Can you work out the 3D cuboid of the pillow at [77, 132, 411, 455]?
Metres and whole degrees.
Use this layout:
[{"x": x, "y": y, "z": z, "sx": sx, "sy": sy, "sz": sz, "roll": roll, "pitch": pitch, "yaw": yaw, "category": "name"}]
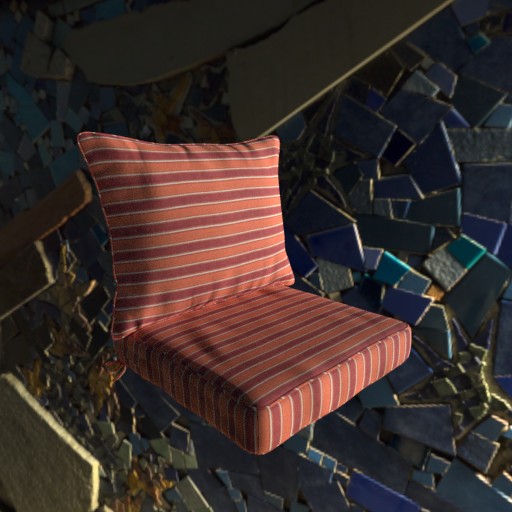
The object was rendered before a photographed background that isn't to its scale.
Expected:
[{"x": 0.000, "y": 0.000, "z": 1.346, "sx": 0.799, "sy": 0.723, "sz": 0.733, "roll": -13, "pitch": 19, "yaw": -42, "category": "pillow"}]
